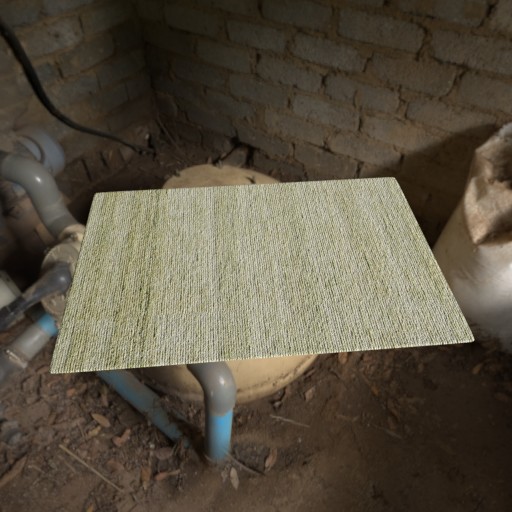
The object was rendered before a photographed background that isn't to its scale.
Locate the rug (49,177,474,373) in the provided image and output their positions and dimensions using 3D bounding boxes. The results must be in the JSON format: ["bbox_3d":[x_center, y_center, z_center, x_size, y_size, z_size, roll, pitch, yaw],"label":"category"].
[{"bbox_3d":[0.000,0.000,2.201,1.758,0.010,1.143,-4,47,-3],"label":"rug"}]
